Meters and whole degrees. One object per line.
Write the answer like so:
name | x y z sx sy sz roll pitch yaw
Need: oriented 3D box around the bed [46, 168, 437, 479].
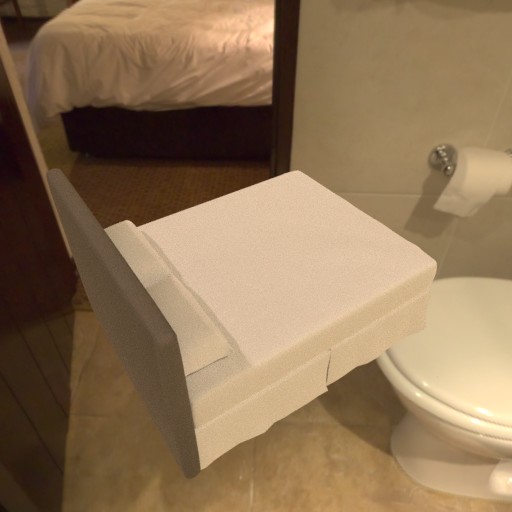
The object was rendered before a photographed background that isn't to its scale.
bed | 0.000 0.000 3.130 2.142 1.330 1.723 -24 46 -26
